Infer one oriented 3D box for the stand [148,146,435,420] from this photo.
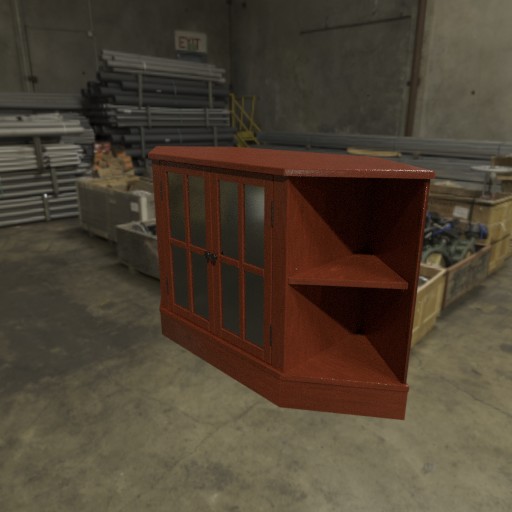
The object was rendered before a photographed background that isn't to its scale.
[{"bbox_3d":[0.000,0.000,1.376,0.381,0.614,1.072,-16,24,-41],"label":"stand"}]
